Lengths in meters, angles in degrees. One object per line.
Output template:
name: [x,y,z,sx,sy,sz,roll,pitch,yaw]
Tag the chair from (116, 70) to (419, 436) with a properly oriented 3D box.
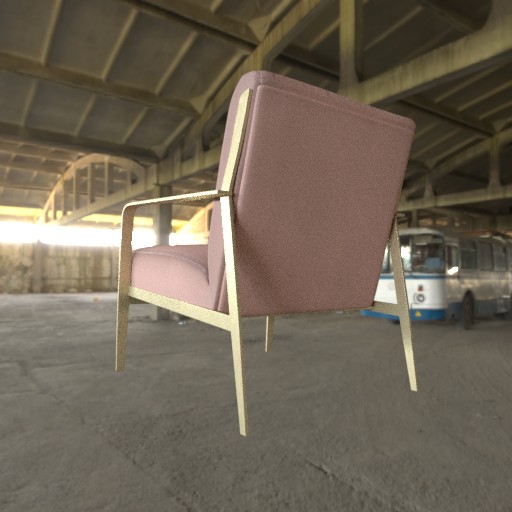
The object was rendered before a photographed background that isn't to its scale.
chair: [0.000,0.000,1.481,0.701,0.823,0.848,2,-3,-36]
